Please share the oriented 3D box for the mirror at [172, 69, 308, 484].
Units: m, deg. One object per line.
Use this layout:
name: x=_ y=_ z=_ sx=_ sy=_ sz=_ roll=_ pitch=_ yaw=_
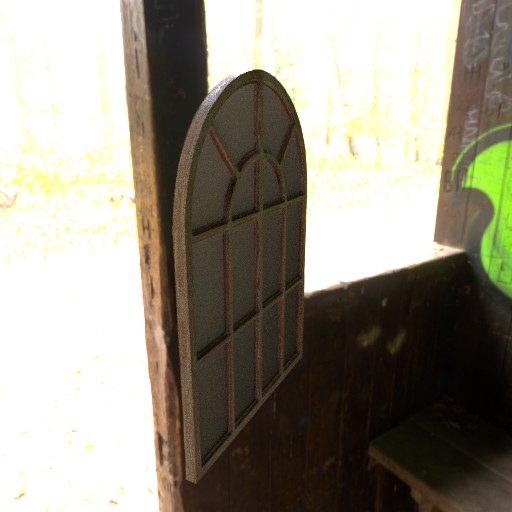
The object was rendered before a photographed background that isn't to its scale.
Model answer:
mirror: x=0.000 y=0.000 z=1.181 sx=0.032 sy=0.920 sz=0.660 roll=8 pitch=19 yaw=26
